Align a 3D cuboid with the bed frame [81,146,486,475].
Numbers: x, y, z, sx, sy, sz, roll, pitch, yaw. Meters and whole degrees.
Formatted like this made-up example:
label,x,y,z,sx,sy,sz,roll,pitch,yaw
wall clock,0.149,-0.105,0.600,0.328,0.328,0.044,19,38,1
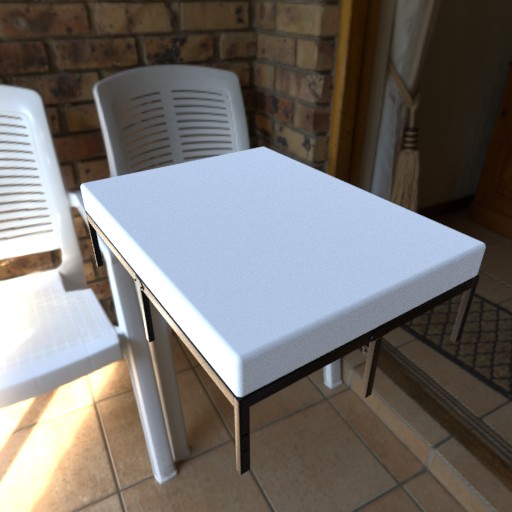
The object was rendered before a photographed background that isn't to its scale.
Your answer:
label,x,y,z,sx,sy,sz,roll,pitch,yaw
bed frame,0.000,0.000,2.830,1.557,0.659,2.072,-19,36,-29
